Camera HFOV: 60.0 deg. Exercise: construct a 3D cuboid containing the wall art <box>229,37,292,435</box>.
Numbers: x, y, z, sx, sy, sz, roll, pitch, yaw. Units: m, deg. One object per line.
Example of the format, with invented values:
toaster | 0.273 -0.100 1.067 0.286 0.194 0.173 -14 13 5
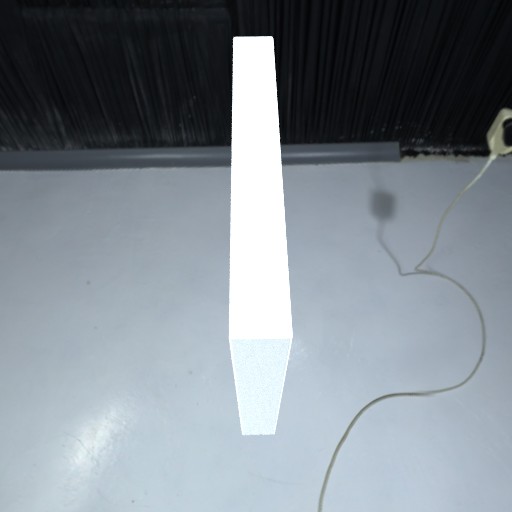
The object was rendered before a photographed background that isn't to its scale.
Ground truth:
wall art | 0.000 0.000 0.471 0.038 0.305 0.305 -1 58 -1
